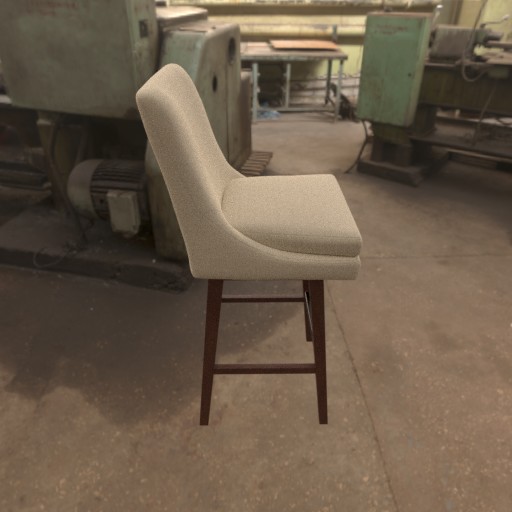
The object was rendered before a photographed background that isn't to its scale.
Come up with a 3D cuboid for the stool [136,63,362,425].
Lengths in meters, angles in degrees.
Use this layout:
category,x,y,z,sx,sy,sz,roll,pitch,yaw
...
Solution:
category,x,y,z,sx,sy,sz,roll,pitch,yaw
stool,0.000,0.000,1.422,0.559,1.093,0.483,0,32,-1
